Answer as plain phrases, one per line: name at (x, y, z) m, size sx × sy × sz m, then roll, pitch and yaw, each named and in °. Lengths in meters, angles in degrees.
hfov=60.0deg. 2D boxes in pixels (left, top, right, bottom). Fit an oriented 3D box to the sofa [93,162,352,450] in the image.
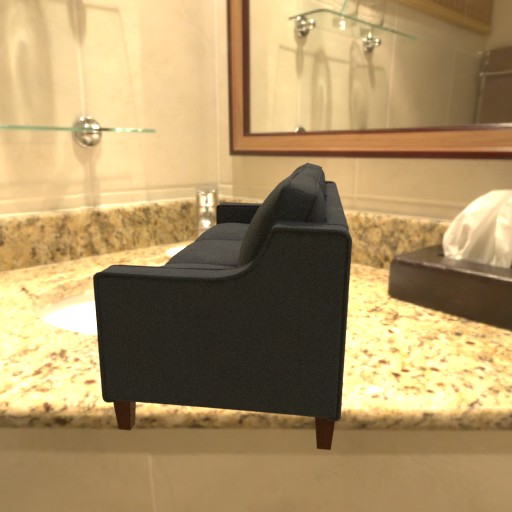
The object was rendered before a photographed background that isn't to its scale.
sofa at (0.000, 0.000, 2.487) m, size 0.911 × 0.974 × 1.986 m, roll 2°, pitch 14°, yaw 8°
